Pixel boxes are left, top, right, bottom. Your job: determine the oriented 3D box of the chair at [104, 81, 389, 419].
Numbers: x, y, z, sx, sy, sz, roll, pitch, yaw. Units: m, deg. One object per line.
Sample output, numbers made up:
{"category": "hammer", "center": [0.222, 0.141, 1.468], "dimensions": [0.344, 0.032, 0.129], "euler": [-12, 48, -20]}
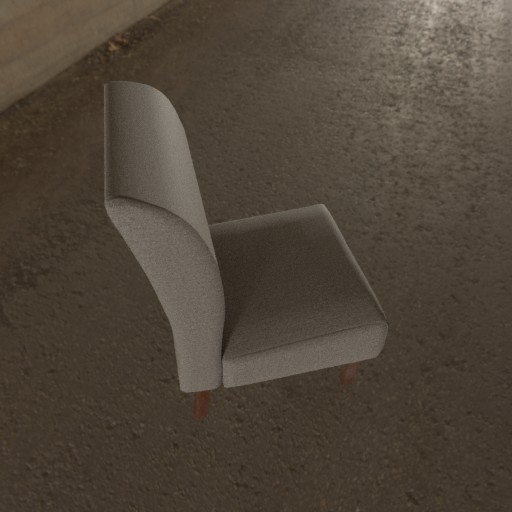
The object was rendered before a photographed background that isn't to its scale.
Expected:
{"category": "chair", "center": [0.000, 0.000, 1.156], "dimensions": [0.592, 0.804, 0.513], "euler": [-11, 47, -10]}
